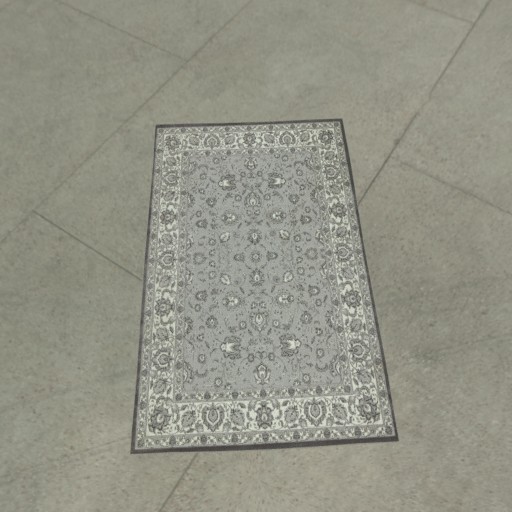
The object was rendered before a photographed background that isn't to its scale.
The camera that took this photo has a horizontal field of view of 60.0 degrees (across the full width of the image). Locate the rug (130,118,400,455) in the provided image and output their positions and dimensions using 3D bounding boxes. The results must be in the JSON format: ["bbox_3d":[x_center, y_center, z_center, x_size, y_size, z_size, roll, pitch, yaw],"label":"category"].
[{"bbox_3d":[0.000,0.000,3.027,1.524,0.011,2.438,-2,63,-1],"label":"rug"}]
